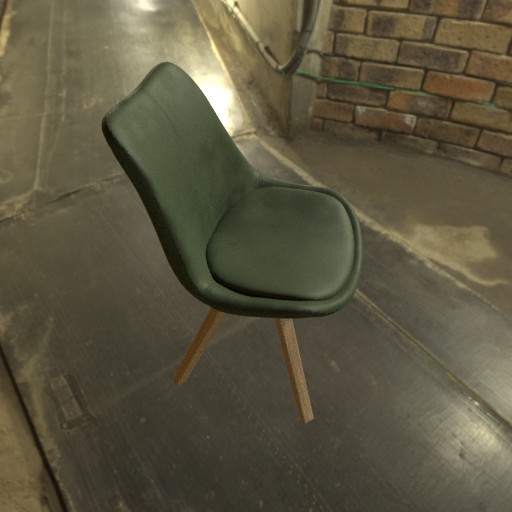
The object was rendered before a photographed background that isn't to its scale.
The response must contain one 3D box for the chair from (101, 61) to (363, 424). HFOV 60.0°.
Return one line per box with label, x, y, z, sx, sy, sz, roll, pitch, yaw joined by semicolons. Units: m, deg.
chair;0.000;0.000;1.175;0.547;0.865;0.483;11;47;11
